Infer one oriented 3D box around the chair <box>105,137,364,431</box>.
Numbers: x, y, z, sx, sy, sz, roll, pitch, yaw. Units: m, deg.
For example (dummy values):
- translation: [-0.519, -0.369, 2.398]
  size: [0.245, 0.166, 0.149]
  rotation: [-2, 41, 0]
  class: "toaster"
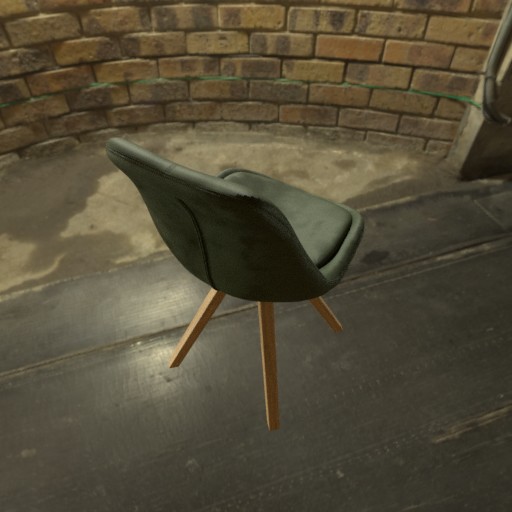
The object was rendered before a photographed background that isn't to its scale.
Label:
- translation: [0.000, 0.000, 1.166]
  size: [0.483, 0.865, 0.547]
  rotation: [25, 51, 22]
  class: "chair"
